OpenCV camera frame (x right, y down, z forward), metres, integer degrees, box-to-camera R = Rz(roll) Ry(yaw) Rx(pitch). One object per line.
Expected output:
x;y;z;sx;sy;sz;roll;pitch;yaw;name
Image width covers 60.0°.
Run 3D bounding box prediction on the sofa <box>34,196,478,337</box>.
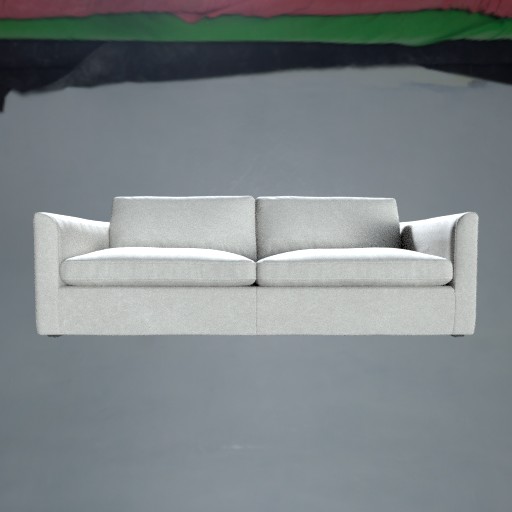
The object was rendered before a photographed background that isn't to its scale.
0.000;0.000;2.752;2.588;0.838;1.090;0;0;0;sofa
